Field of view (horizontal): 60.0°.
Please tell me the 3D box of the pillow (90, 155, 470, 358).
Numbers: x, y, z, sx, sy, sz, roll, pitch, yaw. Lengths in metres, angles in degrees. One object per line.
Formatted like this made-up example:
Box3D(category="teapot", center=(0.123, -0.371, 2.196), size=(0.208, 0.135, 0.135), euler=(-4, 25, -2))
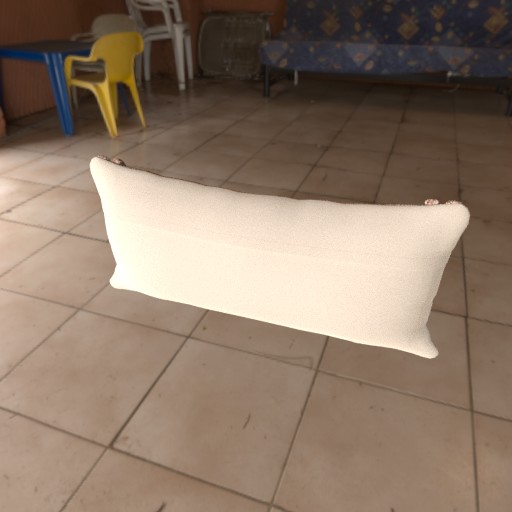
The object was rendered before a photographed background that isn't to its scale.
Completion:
Box3D(category="pillow", center=(0.000, 0.000, 0.750), size=(0.635, 0.282, 0.139), euler=(10, 33, 16))
